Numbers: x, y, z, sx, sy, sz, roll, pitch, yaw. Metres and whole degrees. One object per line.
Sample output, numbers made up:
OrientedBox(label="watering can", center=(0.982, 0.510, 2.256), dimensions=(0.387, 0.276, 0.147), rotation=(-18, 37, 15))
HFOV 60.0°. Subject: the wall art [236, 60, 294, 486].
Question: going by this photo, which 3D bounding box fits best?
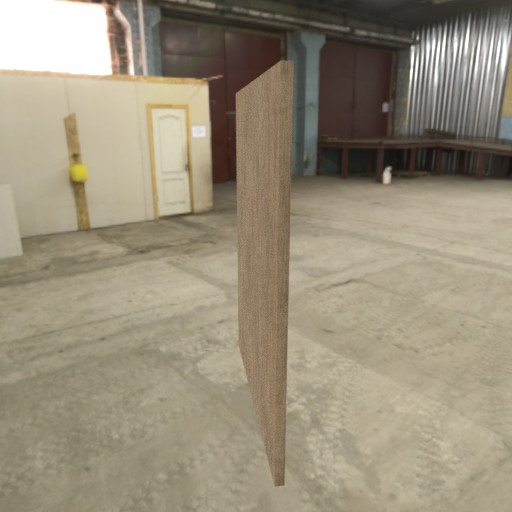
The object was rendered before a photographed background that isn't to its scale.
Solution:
OrientedBox(label="wall art", center=(0.000, 0.000, 0.934), dimensions=(0.018, 0.686, 0.534), rotation=(-2, 16, -9))
